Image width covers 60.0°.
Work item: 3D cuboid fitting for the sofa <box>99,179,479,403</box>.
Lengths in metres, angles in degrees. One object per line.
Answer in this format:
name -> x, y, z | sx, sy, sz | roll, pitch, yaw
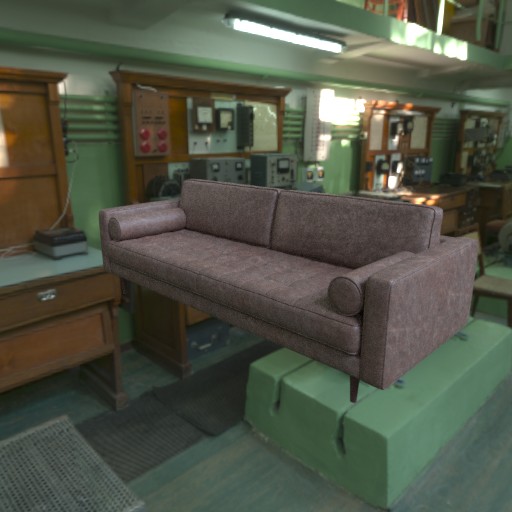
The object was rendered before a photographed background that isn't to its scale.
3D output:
sofa -> 0.000, 0.000, 2.645 | 2.210, 0.762, 0.914 | 15, 21, 42
